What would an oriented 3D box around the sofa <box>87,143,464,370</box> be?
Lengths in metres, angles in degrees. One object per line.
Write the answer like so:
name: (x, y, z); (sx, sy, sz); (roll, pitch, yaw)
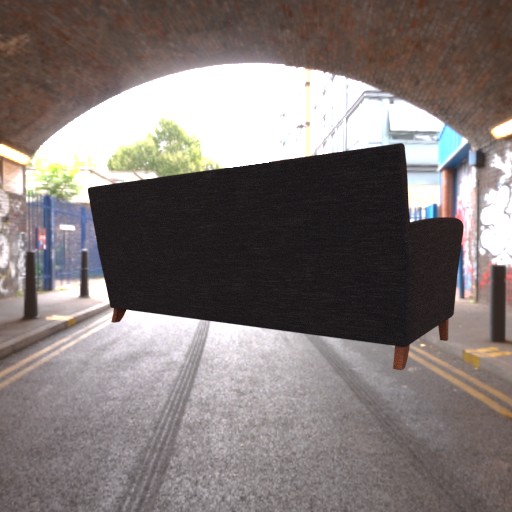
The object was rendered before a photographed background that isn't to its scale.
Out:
sofa: (0.000, 0.000, 2.474); (1.976, 0.846, 0.875); (1, 1, 37)
